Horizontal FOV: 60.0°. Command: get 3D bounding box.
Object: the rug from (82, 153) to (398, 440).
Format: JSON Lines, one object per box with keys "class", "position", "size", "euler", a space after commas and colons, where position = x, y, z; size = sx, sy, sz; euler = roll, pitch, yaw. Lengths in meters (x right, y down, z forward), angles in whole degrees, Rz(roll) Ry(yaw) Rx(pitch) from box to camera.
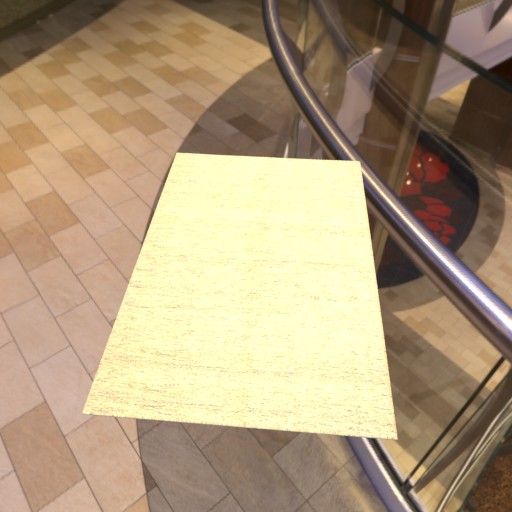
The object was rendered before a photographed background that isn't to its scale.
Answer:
{"class": "rug", "position": [0.000, 0.000, 2.372], "size": [1.250, 0.015, 1.850], "euler": [3, 47, 3]}
